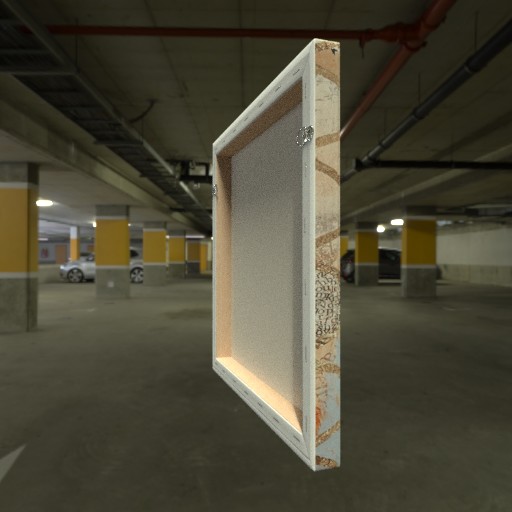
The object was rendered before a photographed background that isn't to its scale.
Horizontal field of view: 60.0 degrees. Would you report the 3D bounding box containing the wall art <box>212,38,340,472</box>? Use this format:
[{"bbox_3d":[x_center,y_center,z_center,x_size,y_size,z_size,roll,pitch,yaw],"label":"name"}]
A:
[{"bbox_3d":[0.000,0.000,0.759,0.038,0.508,0.507,0,0,-19],"label":"wall art"}]
